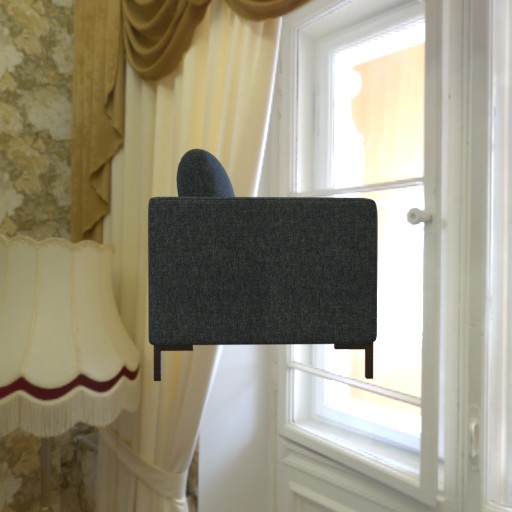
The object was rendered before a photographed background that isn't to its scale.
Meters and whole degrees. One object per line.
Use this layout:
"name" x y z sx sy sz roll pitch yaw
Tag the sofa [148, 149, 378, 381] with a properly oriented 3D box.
"sofa" 0.000 0.000 2.701 0.859 0.874 2.218 0 1 -2
